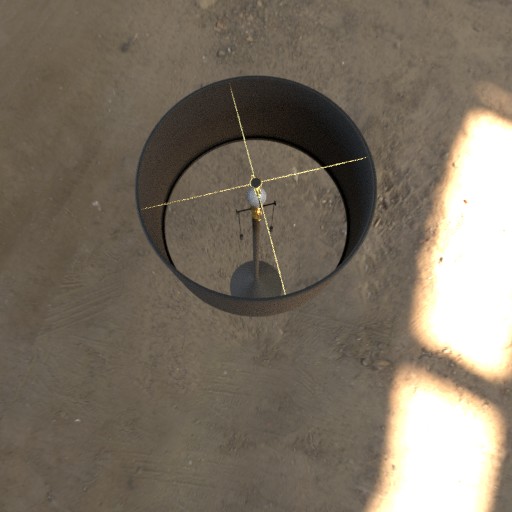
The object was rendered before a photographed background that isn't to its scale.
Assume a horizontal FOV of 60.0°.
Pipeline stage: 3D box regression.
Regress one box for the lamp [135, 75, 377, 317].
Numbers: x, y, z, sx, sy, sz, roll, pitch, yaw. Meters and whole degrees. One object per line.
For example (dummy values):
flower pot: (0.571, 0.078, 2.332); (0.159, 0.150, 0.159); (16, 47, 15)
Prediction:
lamp: (0.000, 0.000, 1.798); (0.580, 1.526, 0.580); (-13, 77, -3)
